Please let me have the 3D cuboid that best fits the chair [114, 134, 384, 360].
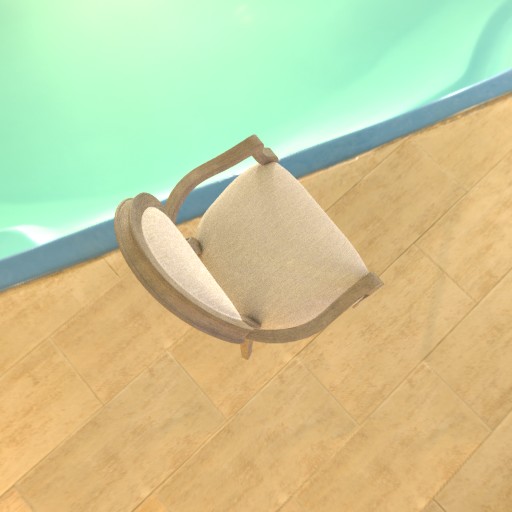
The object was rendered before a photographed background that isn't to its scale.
[{"bbox_3d":[0.000,0.000,1.384,0.602,0.991,0.611,-35,76,-10],"label":"chair"}]
